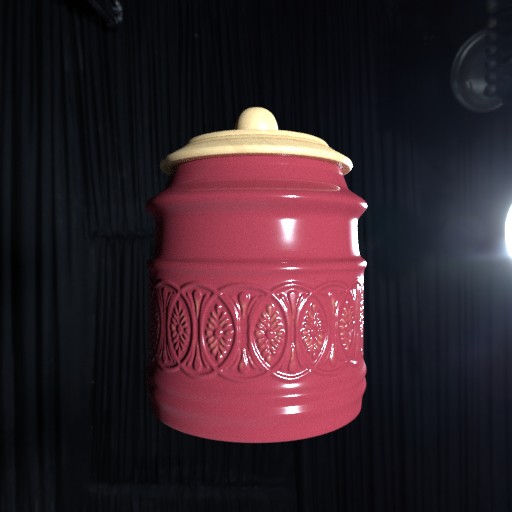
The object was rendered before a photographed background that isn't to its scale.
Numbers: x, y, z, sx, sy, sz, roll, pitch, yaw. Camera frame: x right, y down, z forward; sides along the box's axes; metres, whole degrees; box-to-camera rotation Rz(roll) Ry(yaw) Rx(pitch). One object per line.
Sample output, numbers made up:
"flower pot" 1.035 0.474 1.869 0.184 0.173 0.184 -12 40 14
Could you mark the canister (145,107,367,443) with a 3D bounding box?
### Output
"canister" 0.000 0.000 0.267 0.130 0.176 0.130 0 1 0
